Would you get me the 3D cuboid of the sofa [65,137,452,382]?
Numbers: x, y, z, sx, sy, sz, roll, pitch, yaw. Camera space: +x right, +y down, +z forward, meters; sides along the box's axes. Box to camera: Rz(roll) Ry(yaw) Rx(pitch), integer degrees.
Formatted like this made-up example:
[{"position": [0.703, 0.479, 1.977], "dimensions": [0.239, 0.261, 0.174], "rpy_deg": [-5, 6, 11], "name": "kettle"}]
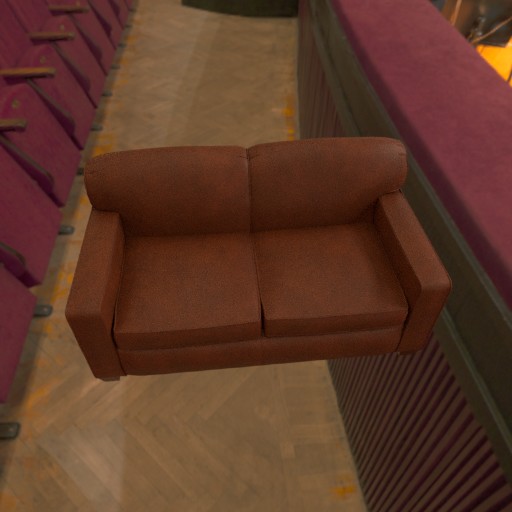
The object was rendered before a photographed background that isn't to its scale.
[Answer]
[{"position": [0.000, 0.000, 2.502], "dimensions": [1.856, 0.966, 1.000], "rpy_deg": [-4, 45, -4], "name": "sofa"}]
